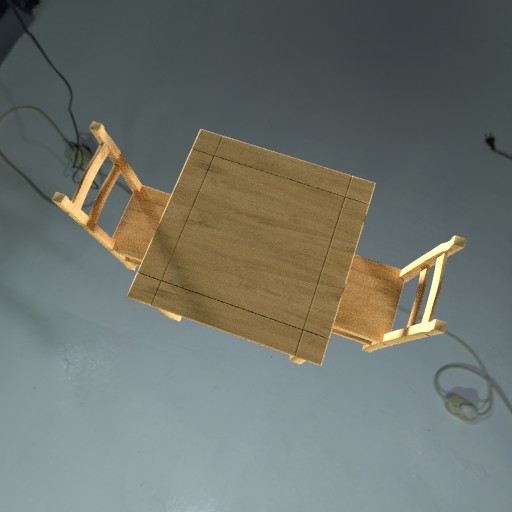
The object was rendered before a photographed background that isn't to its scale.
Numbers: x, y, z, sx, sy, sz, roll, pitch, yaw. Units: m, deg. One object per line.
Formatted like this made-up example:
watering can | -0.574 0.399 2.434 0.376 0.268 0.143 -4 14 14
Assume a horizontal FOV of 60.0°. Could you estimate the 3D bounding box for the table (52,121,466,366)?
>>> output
table | 0.000 0.000 2.093 1.501 0.942 0.813 18 74 5
